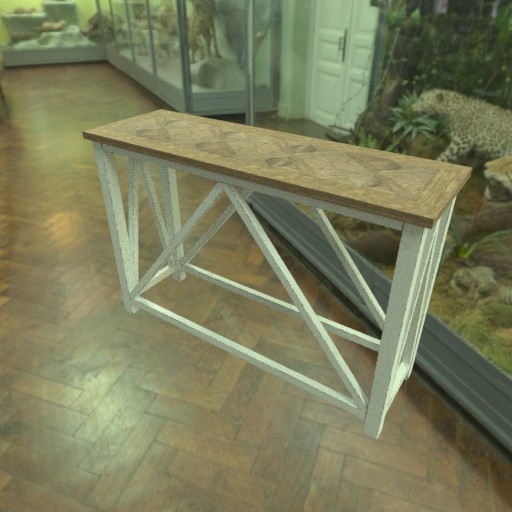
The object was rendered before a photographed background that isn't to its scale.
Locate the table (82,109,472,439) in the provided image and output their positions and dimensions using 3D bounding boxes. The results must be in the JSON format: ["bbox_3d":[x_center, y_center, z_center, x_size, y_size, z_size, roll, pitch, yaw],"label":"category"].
[{"bbox_3d":[0.000,0.000,1.862,1.400,0.930,0.450,20,37,29],"label":"table"}]
